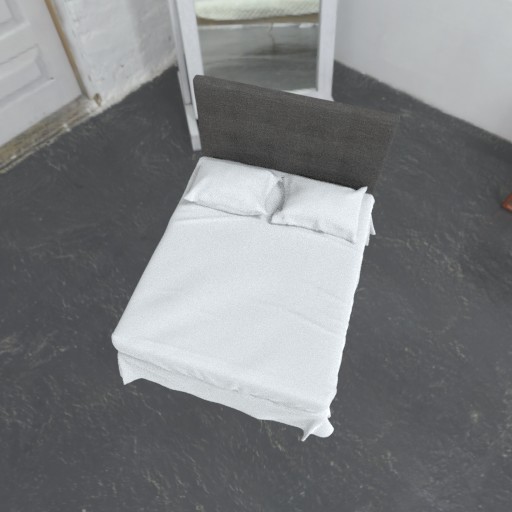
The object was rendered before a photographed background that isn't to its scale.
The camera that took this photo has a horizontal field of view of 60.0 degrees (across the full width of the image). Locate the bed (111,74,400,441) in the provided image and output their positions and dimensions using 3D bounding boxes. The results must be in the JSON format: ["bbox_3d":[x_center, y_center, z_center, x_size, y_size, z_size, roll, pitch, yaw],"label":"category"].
[{"bbox_3d":[0.000,0.000,3.552,1.936,1.577,2.222,15,60,9],"label":"bed"}]
